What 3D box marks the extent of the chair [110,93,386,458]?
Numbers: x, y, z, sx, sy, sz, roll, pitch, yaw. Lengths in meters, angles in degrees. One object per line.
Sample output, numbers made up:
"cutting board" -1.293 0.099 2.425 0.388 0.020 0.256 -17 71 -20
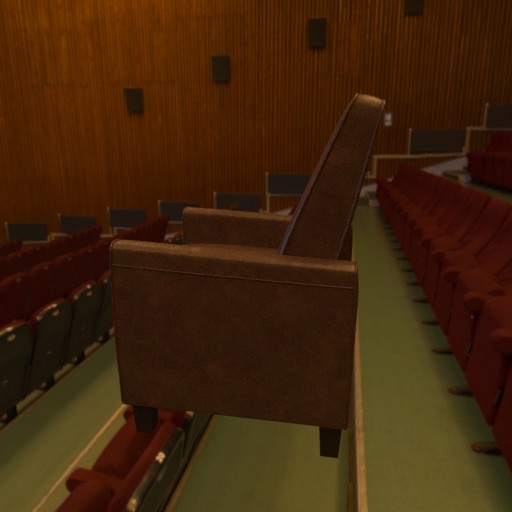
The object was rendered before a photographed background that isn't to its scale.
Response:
"chair" 0.000 0.000 1.515 0.746 1.013 0.705 3 16 10
